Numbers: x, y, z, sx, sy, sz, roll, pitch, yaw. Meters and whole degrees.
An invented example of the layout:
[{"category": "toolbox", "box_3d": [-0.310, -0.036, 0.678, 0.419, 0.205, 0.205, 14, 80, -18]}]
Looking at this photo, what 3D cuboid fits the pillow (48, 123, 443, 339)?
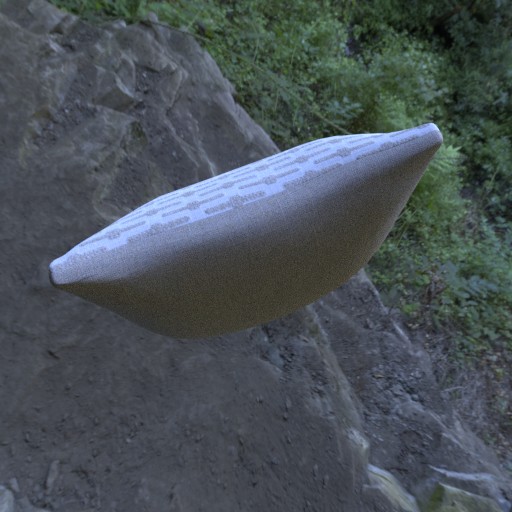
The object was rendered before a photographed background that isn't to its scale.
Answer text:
[{"category": "pillow", "box_3d": [0.000, 0.000, 0.754, 0.496, 0.491, 0.219, -21, 78, -5]}]
